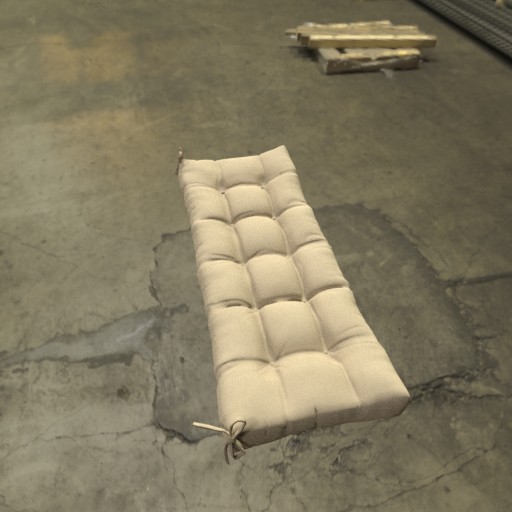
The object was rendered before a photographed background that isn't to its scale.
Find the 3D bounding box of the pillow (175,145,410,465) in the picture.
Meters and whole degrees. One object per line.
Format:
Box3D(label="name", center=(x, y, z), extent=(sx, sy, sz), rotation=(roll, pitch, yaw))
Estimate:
Box3D(label="pillow", center=(0.000, 0.000, 1.397), extent=(0.511, 0.174, 1.194), rotation=(-9, 46, -9))
